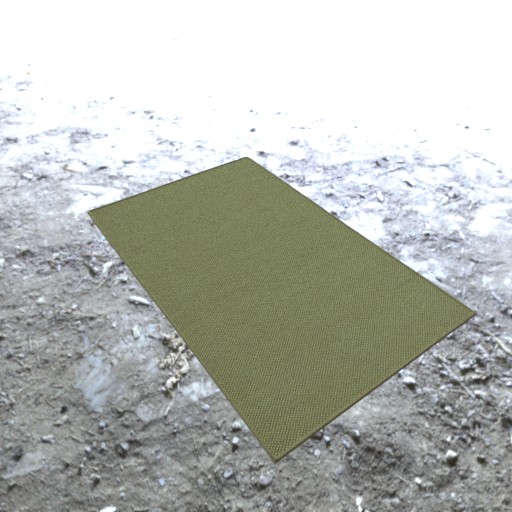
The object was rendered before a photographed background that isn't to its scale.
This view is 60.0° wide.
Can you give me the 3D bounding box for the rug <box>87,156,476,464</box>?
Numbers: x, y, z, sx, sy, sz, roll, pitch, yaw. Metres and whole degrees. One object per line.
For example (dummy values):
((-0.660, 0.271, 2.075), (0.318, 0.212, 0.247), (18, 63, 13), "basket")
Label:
((0.000, 0.000, 2.125), (1.067, 0.013, 1.676), (-25, 47, -26), "rug")
